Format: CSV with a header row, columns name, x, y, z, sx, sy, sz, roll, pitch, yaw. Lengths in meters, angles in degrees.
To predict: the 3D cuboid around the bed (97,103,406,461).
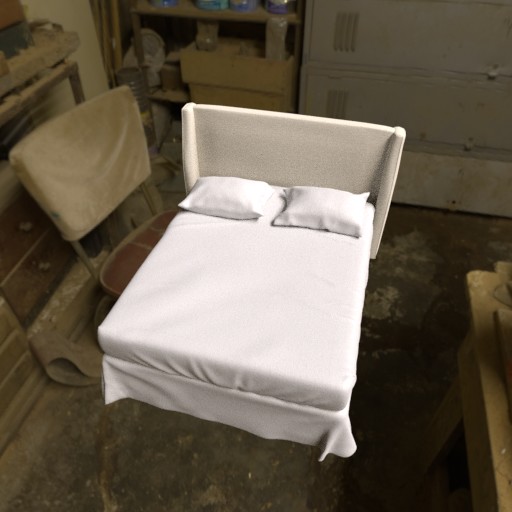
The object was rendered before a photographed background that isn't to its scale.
name,x,y,z,sx,sy,sz,roll,pitch,yaw
bed,0.000,0.000,3.411,1.925,1.332,2.276,10,43,11
